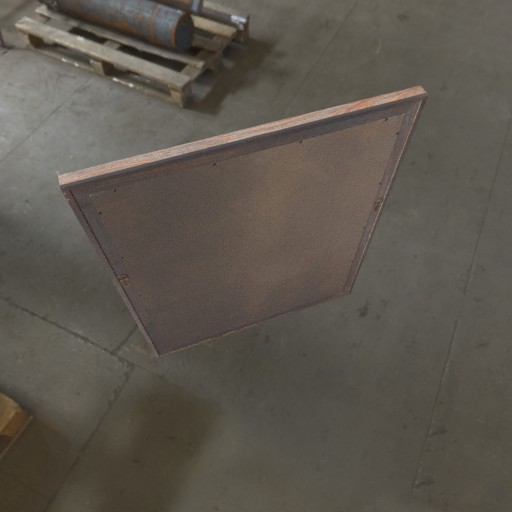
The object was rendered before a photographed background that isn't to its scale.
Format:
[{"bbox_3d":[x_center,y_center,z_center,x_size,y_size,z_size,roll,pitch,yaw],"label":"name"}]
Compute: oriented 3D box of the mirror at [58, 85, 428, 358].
[{"bbox_3d":[0.000,0.000,1.213,0.730,0.882,0.032,-17,60,-10],"label":"mirror"}]
